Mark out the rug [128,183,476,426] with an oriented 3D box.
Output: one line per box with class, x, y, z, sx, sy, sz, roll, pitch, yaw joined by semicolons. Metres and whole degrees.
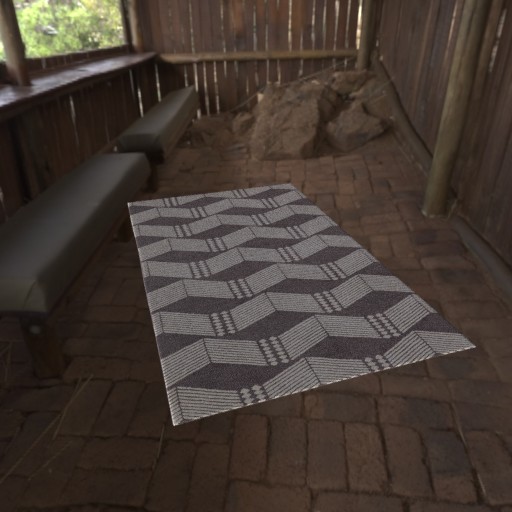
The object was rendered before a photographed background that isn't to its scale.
rug;0.000;0.000;3.016;1.517;0.011;2.435;-9;31;-16
